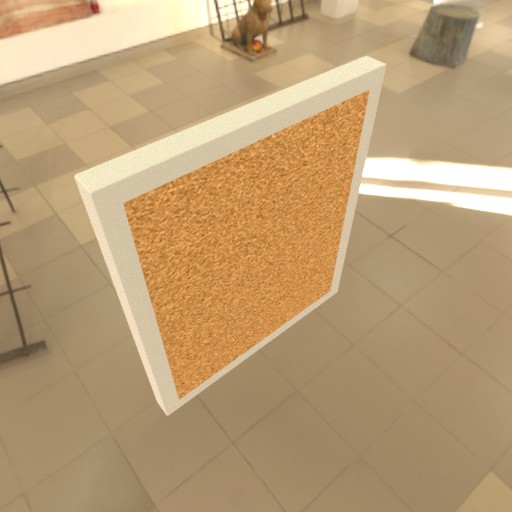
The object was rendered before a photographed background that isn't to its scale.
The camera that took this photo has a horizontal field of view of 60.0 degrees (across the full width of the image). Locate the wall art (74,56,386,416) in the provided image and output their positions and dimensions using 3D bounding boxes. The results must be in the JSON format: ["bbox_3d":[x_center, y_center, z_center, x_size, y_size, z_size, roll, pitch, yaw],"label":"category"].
[{"bbox_3d":[0.000,0.000,0.534,0.331,0.381,0.028,-31,54,-26],"label":"wall art"}]
